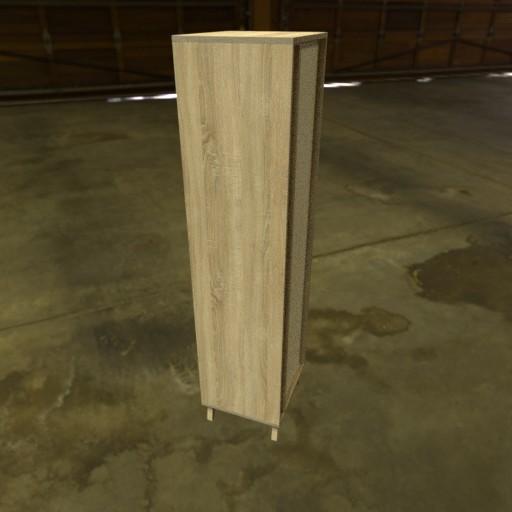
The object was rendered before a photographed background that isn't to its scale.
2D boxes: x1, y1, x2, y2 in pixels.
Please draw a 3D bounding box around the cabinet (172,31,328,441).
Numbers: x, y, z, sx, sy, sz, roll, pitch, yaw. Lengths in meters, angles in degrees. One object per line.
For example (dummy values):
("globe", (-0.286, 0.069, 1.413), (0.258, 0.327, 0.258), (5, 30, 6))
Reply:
("cabinet", (0.000, 0.000, 2.186), (0.450, 1.960, 0.510), (10, 30, 18))
